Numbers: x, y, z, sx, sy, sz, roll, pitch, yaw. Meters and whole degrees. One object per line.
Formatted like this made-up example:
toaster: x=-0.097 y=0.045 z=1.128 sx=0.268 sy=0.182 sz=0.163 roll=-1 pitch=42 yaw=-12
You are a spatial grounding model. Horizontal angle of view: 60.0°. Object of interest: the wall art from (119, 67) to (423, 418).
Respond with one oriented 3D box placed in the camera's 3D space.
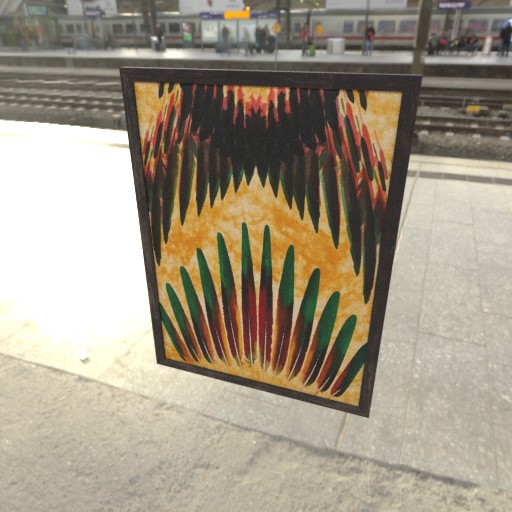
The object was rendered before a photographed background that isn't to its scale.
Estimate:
wall art: x=0.000 y=0.000 z=1.379 sx=0.812 sy=1.066 sz=0.029 roll=9 pitch=28 yaw=17
